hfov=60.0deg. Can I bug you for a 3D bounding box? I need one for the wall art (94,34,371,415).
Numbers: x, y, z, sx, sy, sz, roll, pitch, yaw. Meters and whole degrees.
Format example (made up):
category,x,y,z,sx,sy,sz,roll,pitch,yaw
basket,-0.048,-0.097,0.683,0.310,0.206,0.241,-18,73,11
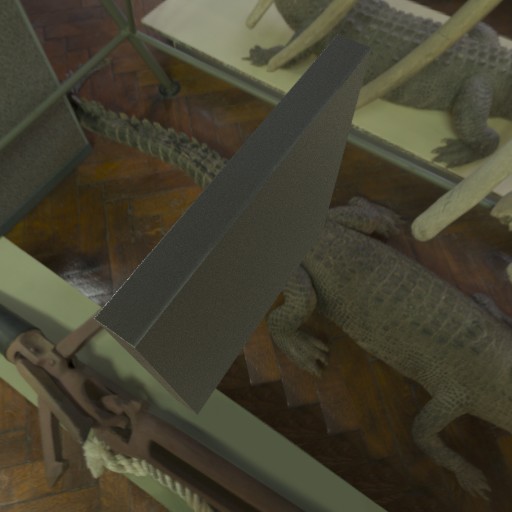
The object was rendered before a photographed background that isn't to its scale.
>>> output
category,x,y,z,sx,sy,sz,roll,pitch,yaw
wall art,0.000,0.000,0.522,0.038,0.350,0.350,30,67,14
